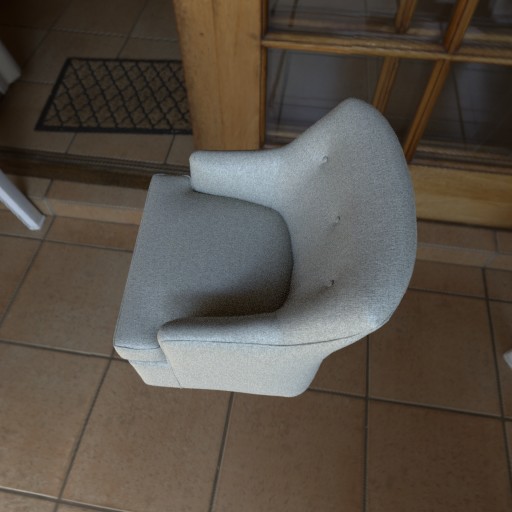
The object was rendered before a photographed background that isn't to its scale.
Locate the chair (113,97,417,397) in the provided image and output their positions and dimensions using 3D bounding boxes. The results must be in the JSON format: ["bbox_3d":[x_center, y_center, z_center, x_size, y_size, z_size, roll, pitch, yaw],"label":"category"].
[{"bbox_3d":[0.000,0.000,1.627,0.923,0.856,0.864,3,58,2],"label":"chair"}]
